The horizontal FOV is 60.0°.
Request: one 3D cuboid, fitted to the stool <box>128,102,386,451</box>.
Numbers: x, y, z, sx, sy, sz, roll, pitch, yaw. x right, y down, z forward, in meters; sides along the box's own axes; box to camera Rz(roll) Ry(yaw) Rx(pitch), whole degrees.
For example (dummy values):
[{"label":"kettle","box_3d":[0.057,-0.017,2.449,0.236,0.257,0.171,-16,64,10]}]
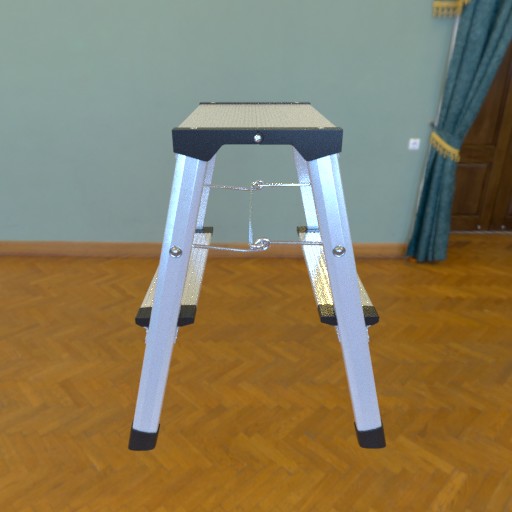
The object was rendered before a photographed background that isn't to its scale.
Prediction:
[{"label":"stool","box_3d":[0.000,0.000,0.773,0.405,0.480,0.404,0,25,-1]}]
